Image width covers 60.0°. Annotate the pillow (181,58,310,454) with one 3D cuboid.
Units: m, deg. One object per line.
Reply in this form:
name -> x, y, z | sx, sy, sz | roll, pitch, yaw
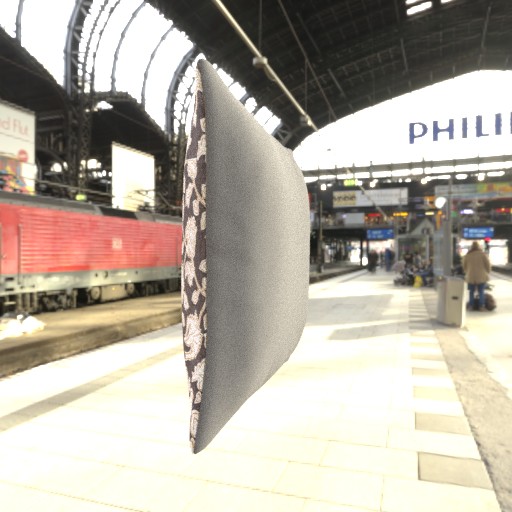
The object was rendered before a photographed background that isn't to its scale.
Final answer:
pillow -> 0.000, 0.000, 0.814 | 0.166, 0.507, 0.526 | 0, 0, 17
